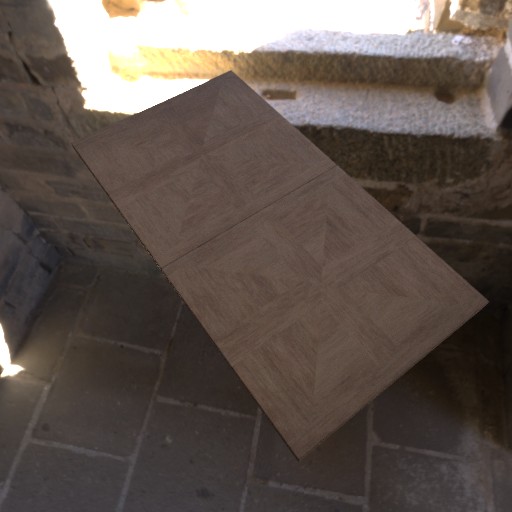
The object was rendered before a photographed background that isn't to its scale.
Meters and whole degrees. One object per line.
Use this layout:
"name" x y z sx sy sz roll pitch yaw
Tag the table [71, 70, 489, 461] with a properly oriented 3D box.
"table" 0.000 0.000 2.401 1.016 0.768 1.881 -32 64 -18
